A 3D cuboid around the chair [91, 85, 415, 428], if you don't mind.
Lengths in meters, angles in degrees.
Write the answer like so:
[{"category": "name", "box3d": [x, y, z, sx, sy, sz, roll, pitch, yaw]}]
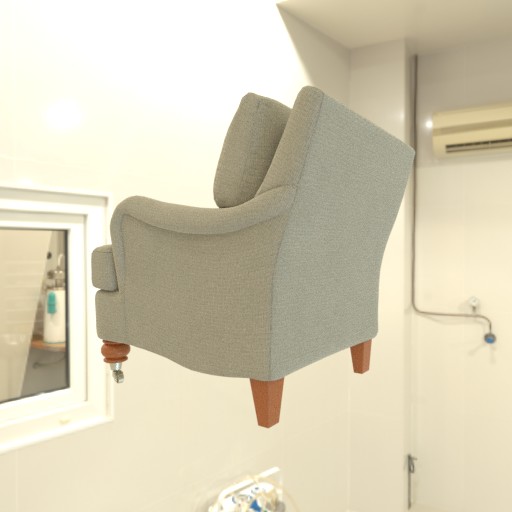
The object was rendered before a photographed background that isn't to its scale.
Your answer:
[{"category": "chair", "box3d": [0.000, 0.000, 1.859, 1.070, 1.038, 0.955, 1, 1, 36]}]
